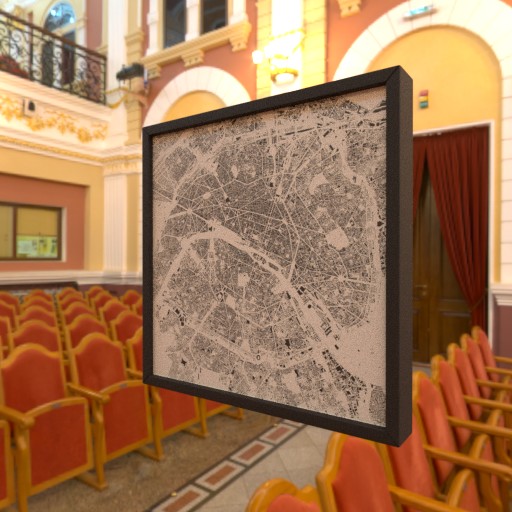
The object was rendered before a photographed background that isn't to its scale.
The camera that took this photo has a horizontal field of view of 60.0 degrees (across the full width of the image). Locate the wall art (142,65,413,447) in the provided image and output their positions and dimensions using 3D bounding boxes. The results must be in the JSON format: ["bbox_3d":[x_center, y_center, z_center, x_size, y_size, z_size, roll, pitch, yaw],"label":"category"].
[{"bbox_3d":[0.000,0.000,0.454,0.305,0.305,0.037,0,0,35],"label":"wall art"}]
